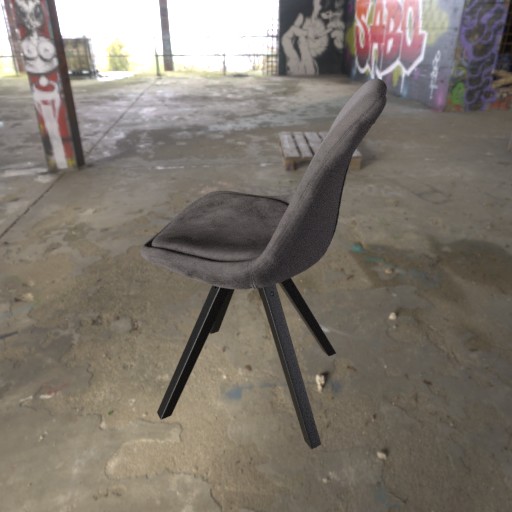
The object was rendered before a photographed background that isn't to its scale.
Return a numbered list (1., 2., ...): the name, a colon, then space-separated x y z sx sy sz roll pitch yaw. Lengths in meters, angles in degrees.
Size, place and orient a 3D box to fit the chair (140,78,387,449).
1. chair: 0.000 0.000 1.149 0.550 0.850 0.476 7 28 13
